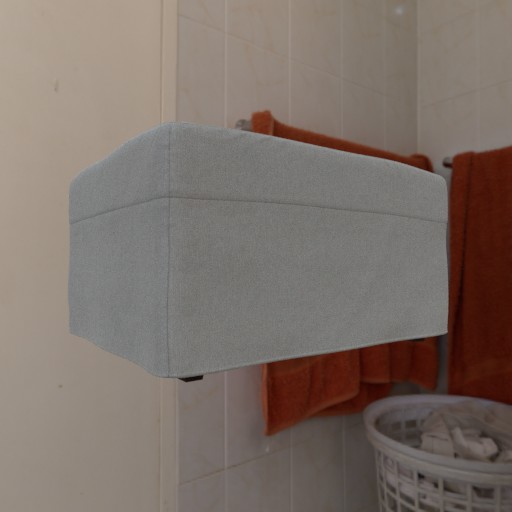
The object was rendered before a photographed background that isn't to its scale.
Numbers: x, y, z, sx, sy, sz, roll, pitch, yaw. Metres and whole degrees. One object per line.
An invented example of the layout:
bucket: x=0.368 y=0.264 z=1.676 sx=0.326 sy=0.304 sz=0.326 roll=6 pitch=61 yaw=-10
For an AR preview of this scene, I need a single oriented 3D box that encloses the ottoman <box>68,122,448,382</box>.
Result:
ottoman: x=0.000 y=0.000 z=1.206 sx=0.833 sy=0.461 sz=0.648 roll=1 pitch=-1 yaw=-36
